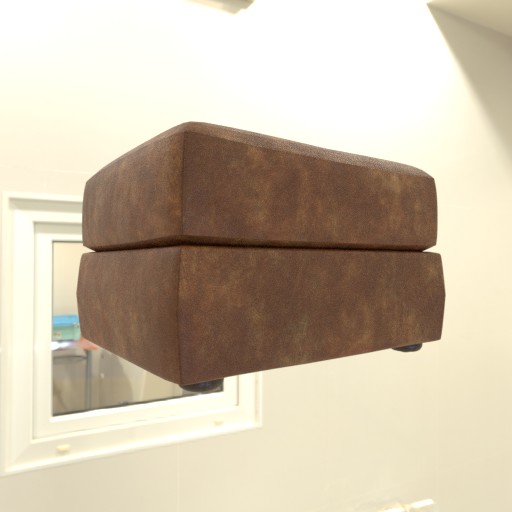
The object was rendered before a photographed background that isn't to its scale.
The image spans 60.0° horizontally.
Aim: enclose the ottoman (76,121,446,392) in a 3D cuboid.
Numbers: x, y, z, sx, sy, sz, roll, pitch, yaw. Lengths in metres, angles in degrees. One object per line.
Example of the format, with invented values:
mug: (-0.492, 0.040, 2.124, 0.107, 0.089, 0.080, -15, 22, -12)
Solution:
ottoman: (0.000, 0.000, 1.121, 0.751, 0.476, 0.603, 1, -1, -36)
